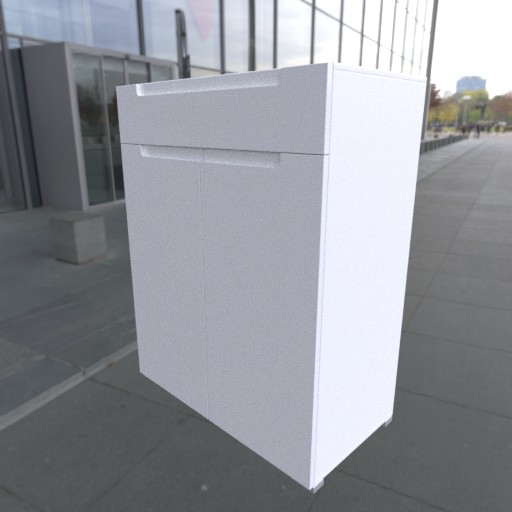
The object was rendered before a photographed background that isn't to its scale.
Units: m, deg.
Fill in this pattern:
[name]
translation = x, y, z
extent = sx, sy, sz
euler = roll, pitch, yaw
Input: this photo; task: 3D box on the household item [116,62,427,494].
[household item]
translation = 0.000, 0.000, 1.377
extent = 0.790, 1.010, 0.420
euler = 16, 23, 42
